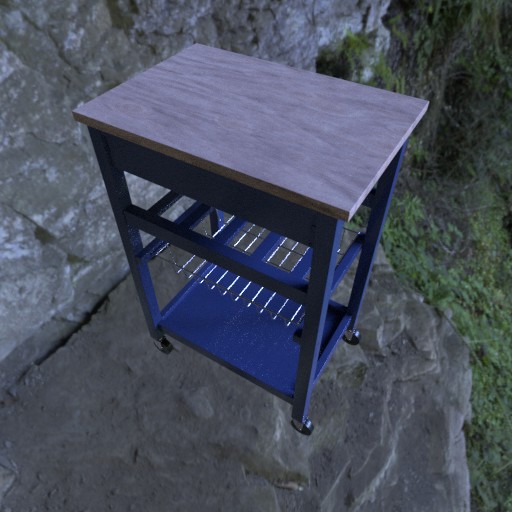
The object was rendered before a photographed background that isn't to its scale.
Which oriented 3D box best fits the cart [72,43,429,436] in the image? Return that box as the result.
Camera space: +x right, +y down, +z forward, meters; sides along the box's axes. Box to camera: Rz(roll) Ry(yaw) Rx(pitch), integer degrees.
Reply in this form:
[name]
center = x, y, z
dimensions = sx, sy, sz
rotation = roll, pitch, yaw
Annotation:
[cart]
center = 0.000, 0.000, 1.164
dimensions = 0.584, 0.839, 0.403
rotation = 24, 50, 21
